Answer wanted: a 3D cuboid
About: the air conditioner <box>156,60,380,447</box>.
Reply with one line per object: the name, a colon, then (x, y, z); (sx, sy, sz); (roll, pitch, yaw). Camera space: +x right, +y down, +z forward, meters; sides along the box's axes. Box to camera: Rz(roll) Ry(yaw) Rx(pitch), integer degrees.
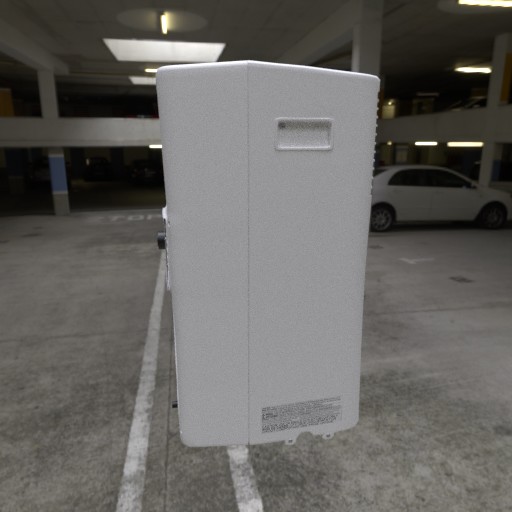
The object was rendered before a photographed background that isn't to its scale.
air conditioner: (0.000, 0.000, 0.799); (0.349, 0.606, 0.304); (-3, 15, -10)
